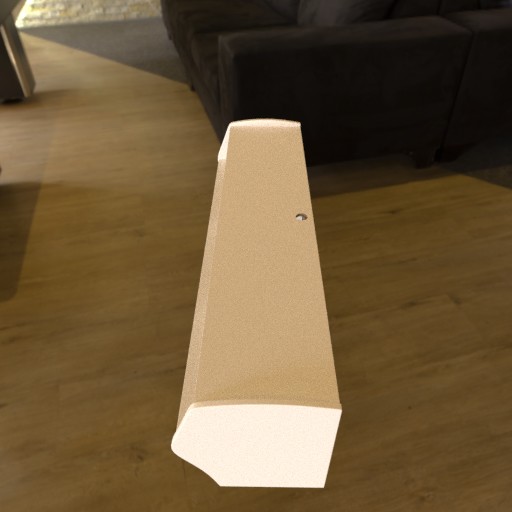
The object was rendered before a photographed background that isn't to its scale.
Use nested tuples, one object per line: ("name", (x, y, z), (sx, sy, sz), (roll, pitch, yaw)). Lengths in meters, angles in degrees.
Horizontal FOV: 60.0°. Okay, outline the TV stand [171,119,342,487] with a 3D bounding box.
("TV stand", (0.000, 0.000, 1.651), (0.397, 0.424, 1.473), (1, 41, 1))
